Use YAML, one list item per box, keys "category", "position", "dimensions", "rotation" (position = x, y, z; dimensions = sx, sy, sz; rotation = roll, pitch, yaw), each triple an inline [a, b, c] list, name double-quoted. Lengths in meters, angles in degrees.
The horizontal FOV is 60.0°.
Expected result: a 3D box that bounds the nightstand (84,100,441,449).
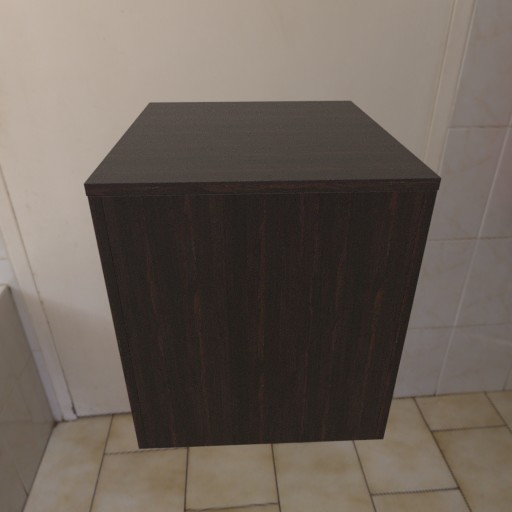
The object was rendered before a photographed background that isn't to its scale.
- category: "nightstand"
  position: [0.000, 0.000, 0.809]
  dimensions: [0.400, 0.460, 0.461]
  rotation: [-1, 30, -2]
